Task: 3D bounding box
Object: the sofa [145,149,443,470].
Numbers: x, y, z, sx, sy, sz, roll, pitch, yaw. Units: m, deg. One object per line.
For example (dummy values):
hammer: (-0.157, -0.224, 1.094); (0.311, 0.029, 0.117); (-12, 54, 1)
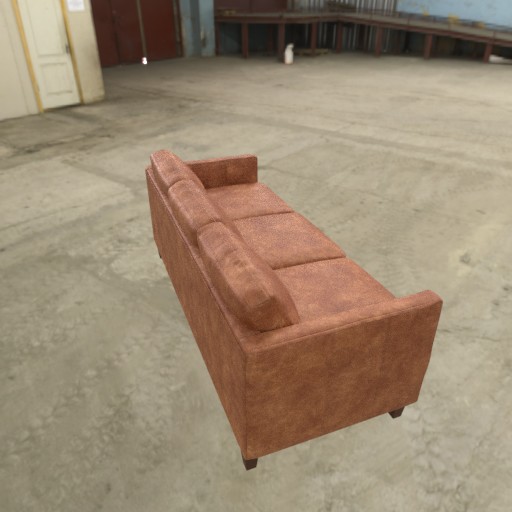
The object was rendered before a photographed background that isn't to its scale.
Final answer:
sofa: (0.000, 0.000, 3.014); (1.045, 1.006, 2.464); (-11, 31, -18)
